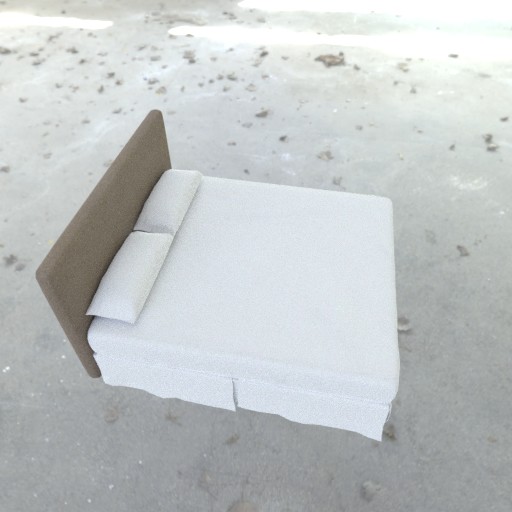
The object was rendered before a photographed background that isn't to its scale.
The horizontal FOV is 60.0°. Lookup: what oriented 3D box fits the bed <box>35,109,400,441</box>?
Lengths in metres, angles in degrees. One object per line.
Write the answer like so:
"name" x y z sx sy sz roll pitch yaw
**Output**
"bed" 0.000 0.000 3.606 2.341 1.317 2.119 8 47 7
